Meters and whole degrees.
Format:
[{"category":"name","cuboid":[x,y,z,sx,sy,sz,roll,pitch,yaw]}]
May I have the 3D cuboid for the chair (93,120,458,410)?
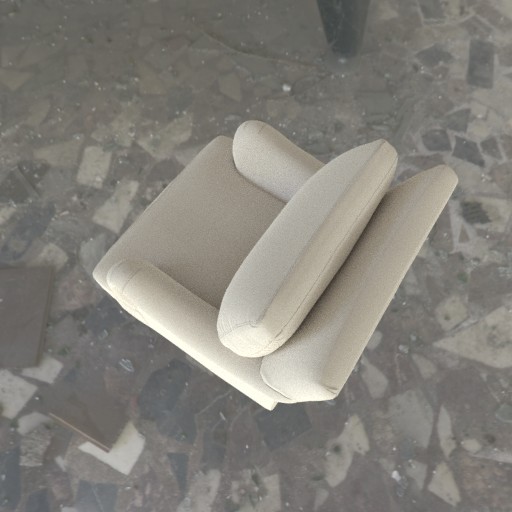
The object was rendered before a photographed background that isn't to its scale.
[{"category":"chair","cuboid":[0.000,0.000,1.849,1.070,1.038,0.955,31,67,15]}]
